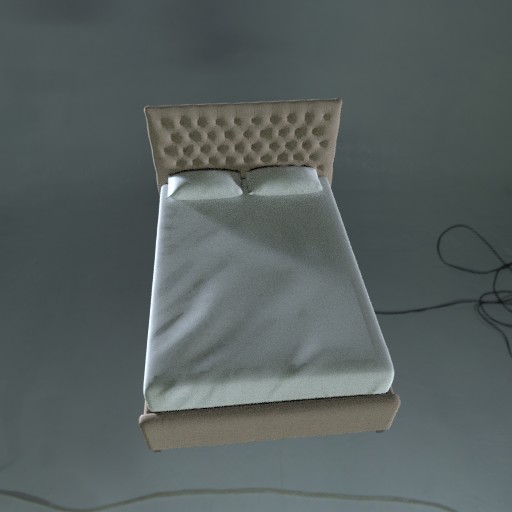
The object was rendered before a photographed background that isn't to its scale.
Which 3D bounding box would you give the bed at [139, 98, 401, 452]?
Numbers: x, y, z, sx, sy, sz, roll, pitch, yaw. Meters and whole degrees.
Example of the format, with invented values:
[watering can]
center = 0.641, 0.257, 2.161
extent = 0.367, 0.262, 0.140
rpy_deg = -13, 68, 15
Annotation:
[bed]
center = 0.000, 0.000, 3.459
extent = 1.698, 1.427, 2.387
rpy_deg = -4, 45, -4
